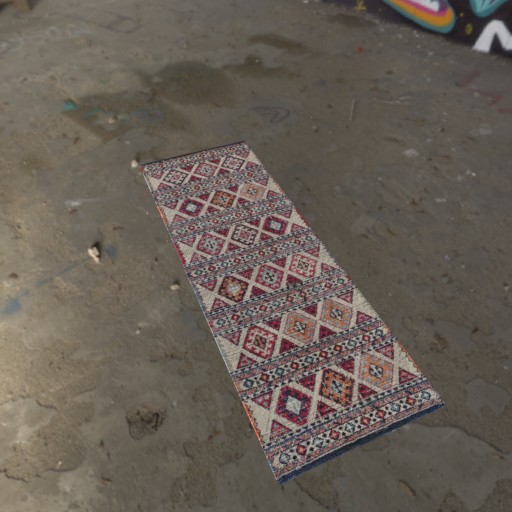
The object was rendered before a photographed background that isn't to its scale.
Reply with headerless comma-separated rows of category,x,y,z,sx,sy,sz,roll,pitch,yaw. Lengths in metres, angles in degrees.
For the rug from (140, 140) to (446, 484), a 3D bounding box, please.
rug,0.000,0.000,2.603,0.832,0.008,2.362,-17,49,-16
